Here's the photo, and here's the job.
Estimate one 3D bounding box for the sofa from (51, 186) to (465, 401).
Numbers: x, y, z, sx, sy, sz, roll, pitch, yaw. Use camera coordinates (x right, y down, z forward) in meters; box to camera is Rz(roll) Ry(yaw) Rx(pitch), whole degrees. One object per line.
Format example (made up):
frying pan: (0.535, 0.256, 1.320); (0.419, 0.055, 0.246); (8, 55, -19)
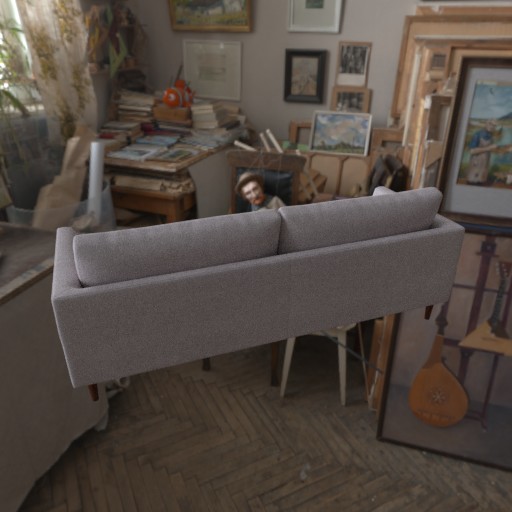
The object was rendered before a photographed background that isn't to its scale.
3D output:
sofa: (0.000, 0.000, 2.746); (2.250, 0.868, 1.020); (-10, 29, -18)
